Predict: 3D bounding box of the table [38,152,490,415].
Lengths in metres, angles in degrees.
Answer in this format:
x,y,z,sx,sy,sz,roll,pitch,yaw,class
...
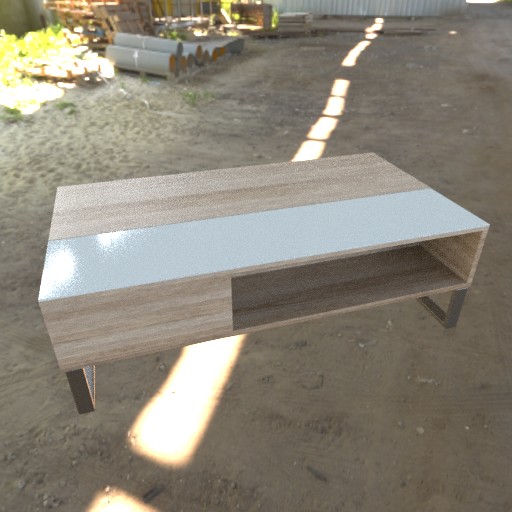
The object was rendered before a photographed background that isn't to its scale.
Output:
x,y,z,sx,sy,sz,roll,pitch,yaw,class
0.000,0.000,1.360,1.100,0.350,0.600,-9,33,-15,table
